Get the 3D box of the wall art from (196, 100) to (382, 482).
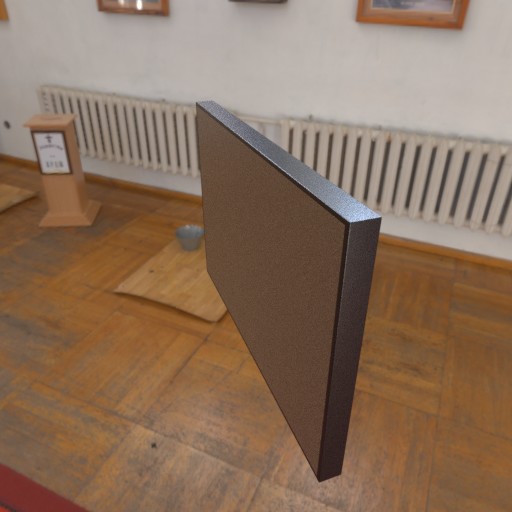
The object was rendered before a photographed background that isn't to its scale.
[{"bbox_3d":[0.000,0.000,1.208,0.058,0.640,0.939,-11,32,-18],"label":"wall art"}]
